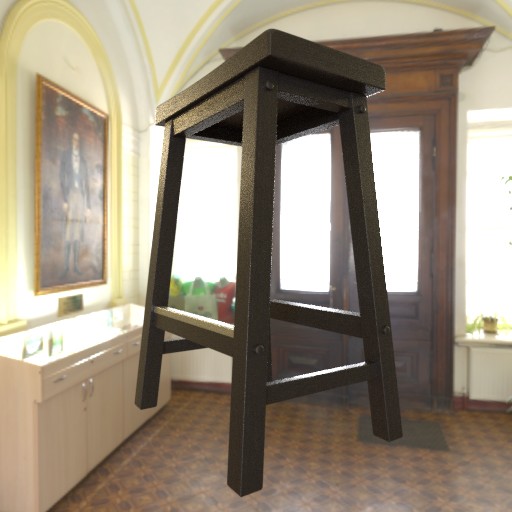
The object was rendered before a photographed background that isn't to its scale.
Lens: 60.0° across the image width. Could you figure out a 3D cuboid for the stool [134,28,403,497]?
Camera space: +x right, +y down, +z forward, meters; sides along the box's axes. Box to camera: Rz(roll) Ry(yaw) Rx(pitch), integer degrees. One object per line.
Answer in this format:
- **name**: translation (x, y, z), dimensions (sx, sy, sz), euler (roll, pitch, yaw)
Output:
- **stool**: translation (0.000, 0.000, 0.817), dimensions (0.322, 0.610, 0.406), euler (-1, 1, -34)
